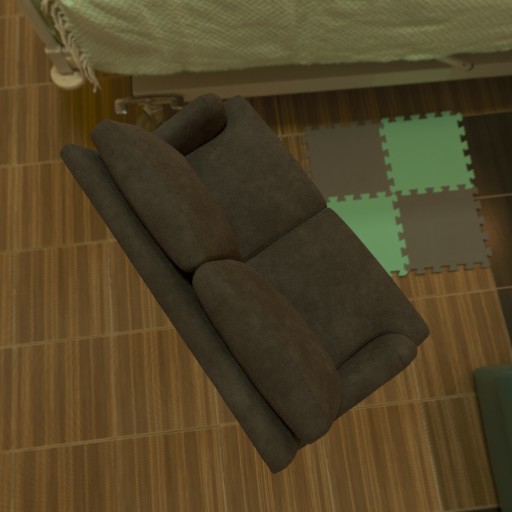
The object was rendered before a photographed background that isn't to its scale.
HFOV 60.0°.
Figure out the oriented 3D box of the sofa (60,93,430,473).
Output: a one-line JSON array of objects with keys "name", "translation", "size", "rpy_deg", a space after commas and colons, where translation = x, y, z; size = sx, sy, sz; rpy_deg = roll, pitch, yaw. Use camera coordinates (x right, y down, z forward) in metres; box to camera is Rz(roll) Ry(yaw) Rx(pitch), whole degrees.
[{"name": "sofa", "translation": [0.000, 0.000, 2.470], "size": [1.084, 1.101, 1.853], "rpy_deg": [-35, 79, -8]}]
